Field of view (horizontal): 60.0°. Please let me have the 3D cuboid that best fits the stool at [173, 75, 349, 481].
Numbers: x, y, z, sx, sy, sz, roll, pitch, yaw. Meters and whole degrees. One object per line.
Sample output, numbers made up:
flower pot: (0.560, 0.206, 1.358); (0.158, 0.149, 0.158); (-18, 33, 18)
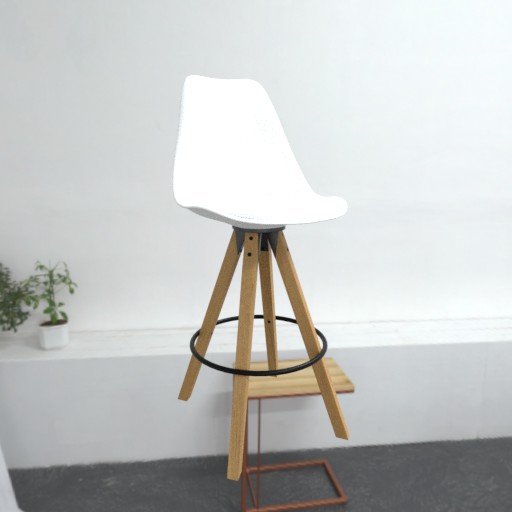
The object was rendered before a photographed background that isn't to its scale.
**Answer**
stool: (0.000, 0.000, 1.389); (0.482, 1.115, 0.549); (-7, 15, -26)
